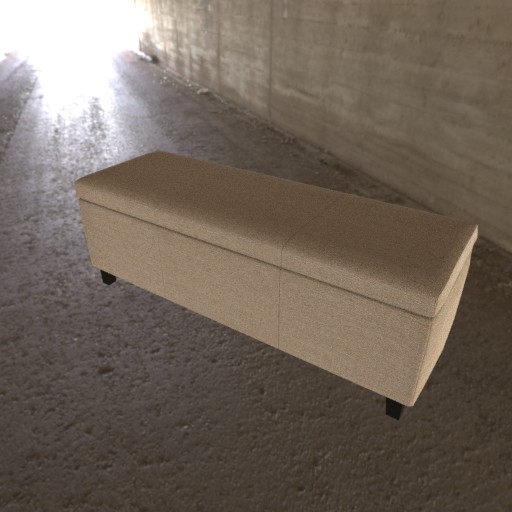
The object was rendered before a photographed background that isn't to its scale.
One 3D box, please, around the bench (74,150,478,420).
[{"bbox_3d":[0.000,0.000,1.506,1.269,0.438,0.446,19,35,29],"label":"bench"}]
